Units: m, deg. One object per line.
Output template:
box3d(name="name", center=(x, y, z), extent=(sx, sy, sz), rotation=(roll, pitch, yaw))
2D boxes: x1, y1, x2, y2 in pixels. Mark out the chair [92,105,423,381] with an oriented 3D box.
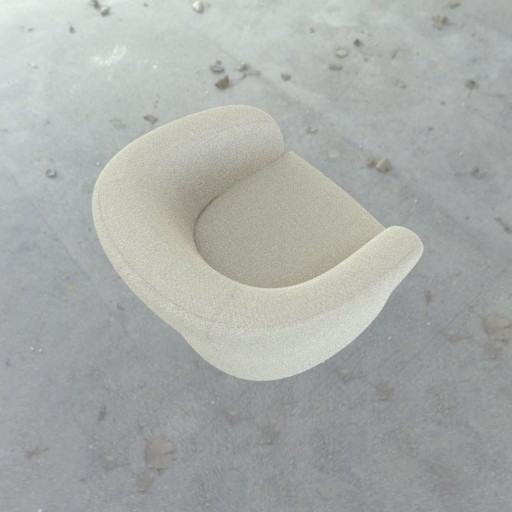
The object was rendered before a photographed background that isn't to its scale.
box3d(name="chair", center=(0.000, 0.000, 1.448), extent=(0.815, 0.771, 0.791), rotation=(-35, 65, -19))
